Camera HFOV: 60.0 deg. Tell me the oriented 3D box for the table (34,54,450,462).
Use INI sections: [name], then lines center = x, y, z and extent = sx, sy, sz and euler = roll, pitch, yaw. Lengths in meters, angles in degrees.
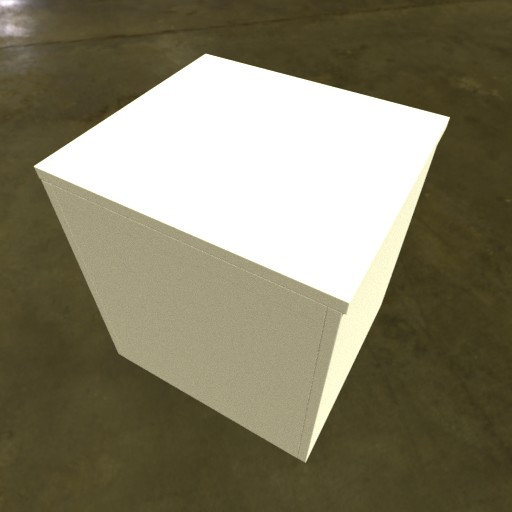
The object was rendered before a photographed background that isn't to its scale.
[table]
center = 0.000, 0.000, 0.761
extent = 0.420, 0.460, 0.380
euler = 23, 52, 20
